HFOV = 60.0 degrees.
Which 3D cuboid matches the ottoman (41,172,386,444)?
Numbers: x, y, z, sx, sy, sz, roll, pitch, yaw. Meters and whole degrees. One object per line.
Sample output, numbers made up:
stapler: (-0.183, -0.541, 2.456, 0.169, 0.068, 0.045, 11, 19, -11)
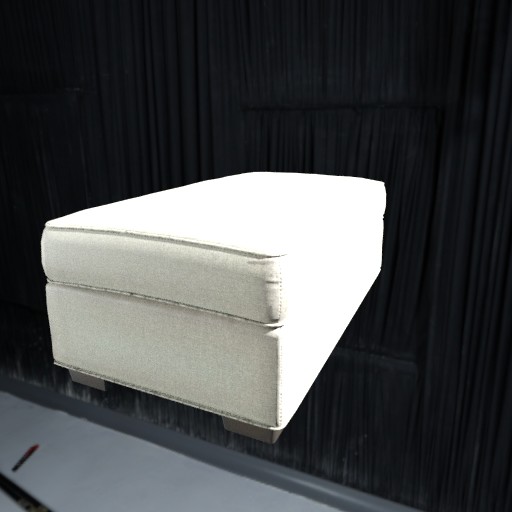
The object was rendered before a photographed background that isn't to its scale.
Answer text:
ottoman: (0.000, 0.000, 1.399, 0.617, 0.448, 1.097, 8, 19, 24)
